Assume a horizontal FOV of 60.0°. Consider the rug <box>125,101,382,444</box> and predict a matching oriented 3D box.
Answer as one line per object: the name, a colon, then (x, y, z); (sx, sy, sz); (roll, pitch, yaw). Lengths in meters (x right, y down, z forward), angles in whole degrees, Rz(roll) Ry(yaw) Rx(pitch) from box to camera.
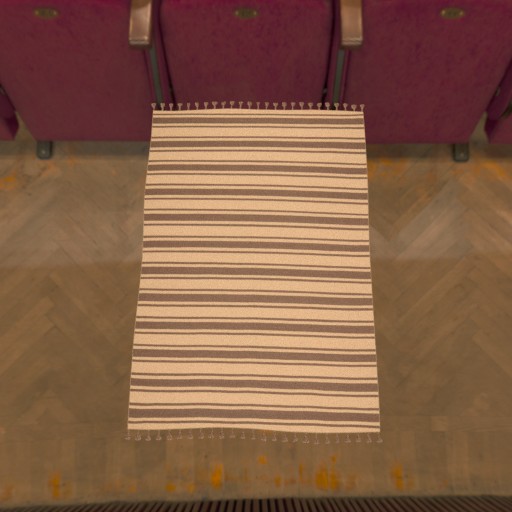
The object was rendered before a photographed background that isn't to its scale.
rug: (0.000, 0.000, 3.862); (2.030, 0.017, 3.040); (1, 76, 0)
